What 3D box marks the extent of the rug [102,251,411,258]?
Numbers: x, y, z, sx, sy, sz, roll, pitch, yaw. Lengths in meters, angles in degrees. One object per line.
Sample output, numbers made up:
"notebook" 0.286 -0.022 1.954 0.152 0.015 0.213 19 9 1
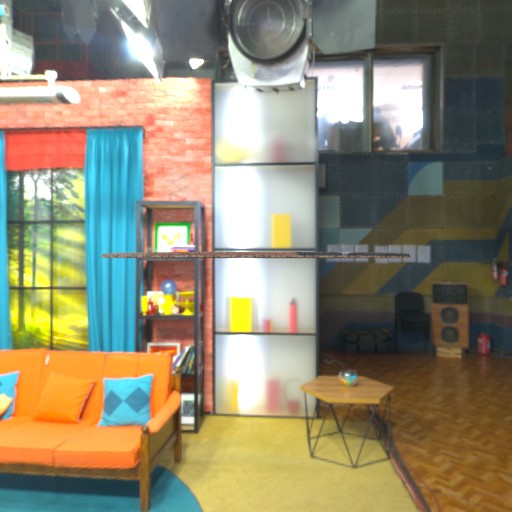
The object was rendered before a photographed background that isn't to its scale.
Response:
"rug" 0.000 0.000 3.728 2.461 0.033 2.461 0 0 0
